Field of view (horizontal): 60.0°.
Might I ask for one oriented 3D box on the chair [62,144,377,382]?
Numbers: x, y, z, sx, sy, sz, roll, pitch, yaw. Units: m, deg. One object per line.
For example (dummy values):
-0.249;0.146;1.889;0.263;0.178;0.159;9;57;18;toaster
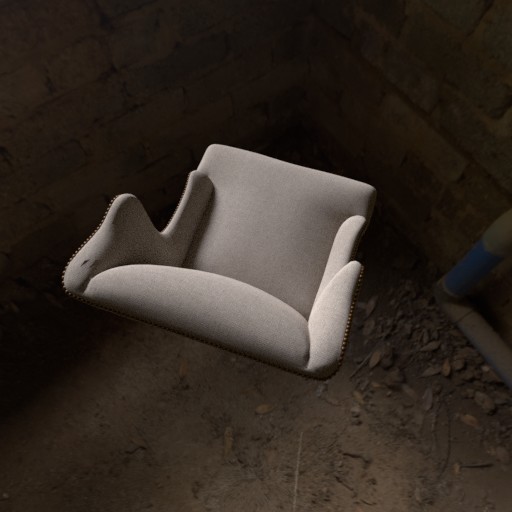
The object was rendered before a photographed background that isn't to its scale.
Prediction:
0.000;0.000;1.616;0.737;1.029;0.940;17;65;8;chair
